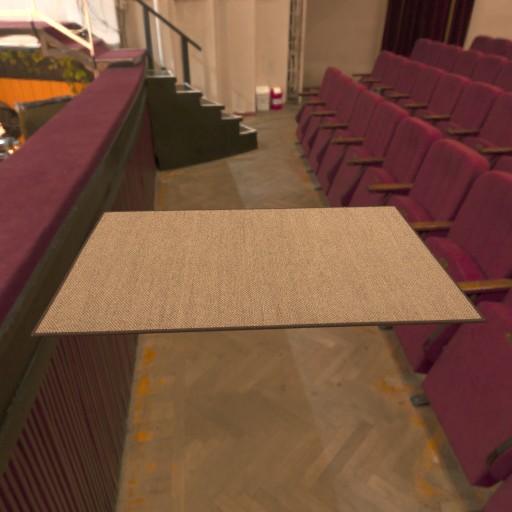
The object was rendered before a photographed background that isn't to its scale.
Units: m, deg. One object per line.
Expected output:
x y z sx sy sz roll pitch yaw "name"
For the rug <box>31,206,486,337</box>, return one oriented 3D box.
0.000 0.000 2.076 1.676 0.013 1.067 -1 30 -2 "rug"
